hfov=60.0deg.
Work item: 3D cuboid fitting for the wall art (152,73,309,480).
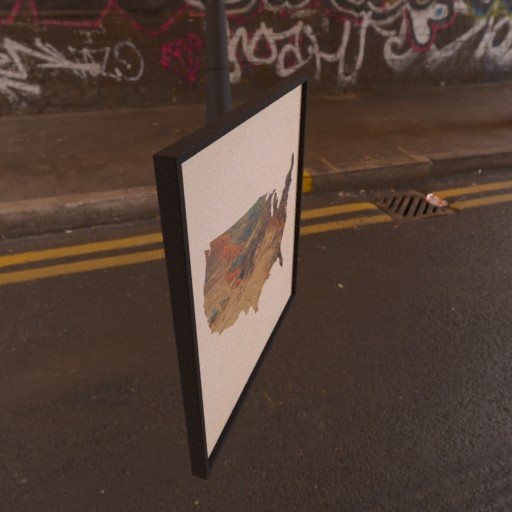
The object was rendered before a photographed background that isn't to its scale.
[{"bbox_3d":[0.000,0.000,1.131,0.038,0.762,0.762,11,33,17],"label":"wall art"}]
